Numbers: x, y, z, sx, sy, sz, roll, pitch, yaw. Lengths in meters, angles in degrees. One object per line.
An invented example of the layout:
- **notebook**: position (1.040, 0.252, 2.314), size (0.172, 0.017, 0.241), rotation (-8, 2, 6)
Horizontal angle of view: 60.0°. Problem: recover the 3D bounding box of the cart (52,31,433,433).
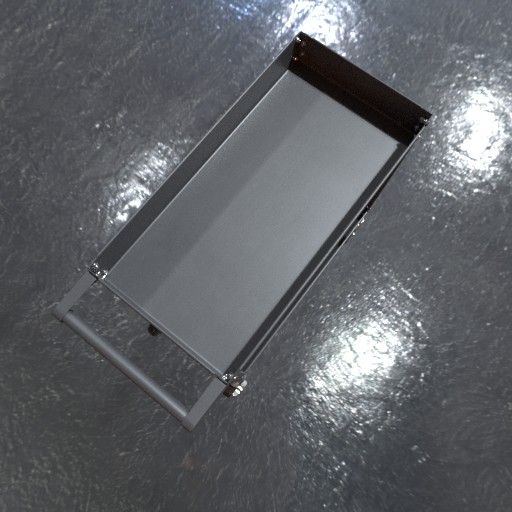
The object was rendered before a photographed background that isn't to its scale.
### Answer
- **cart**: position (0.000, 0.000, 1.190), size (0.366, 0.719, 0.779), rotation (37, 78, 9)
